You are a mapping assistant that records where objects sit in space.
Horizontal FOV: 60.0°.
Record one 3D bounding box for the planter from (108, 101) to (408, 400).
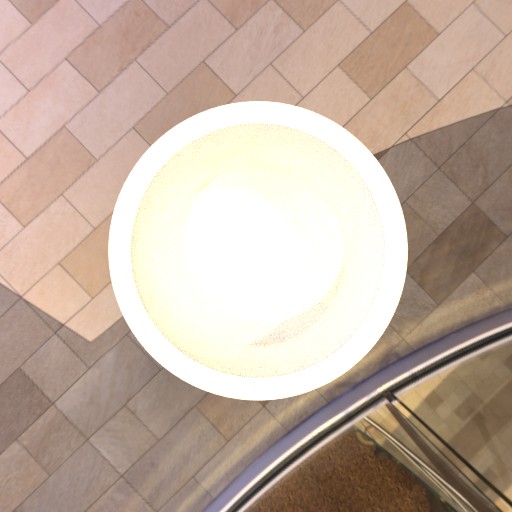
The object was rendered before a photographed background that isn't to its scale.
[{"bbox_3d":[0.000,0.000,0.950,0.417,0.670,0.417,0,88,-1],"label":"planter"}]
